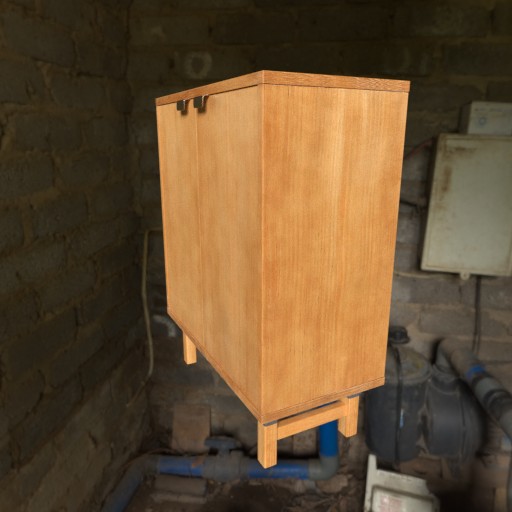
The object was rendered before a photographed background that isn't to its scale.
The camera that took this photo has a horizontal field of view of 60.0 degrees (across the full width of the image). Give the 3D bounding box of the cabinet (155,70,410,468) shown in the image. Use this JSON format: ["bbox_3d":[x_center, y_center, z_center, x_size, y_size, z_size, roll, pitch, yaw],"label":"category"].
[{"bbox_3d":[0.000,0.000,1.433,0.419,1.001,0.800,-8,17,-26],"label":"cabinet"}]
